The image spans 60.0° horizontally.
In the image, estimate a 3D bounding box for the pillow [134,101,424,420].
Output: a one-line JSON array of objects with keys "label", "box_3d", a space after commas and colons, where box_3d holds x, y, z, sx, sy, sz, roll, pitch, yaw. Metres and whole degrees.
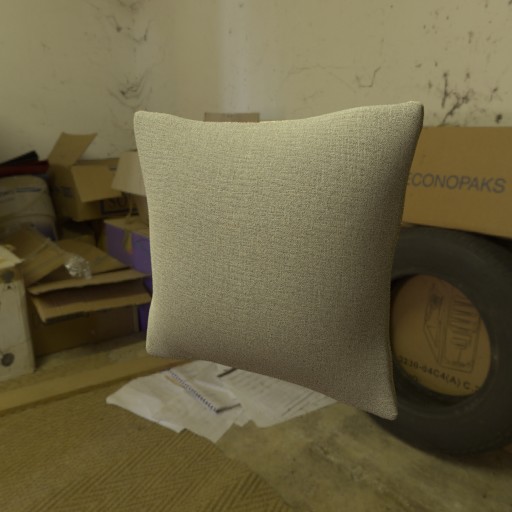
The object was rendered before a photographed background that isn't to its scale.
[{"label": "pillow", "box_3d": [0.000, 0.000, 0.651, 0.437, 0.419, 0.136, 7, 16, 26]}]
